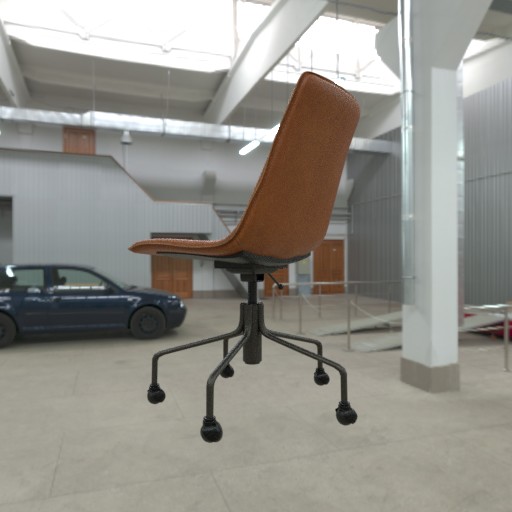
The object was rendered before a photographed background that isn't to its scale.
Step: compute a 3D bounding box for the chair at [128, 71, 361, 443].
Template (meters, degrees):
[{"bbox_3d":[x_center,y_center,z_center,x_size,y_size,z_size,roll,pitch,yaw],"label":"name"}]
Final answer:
[{"bbox_3d":[0.000,0.000,1.381,0.660,0.920,0.651,0,0,36],"label":"chair"}]
